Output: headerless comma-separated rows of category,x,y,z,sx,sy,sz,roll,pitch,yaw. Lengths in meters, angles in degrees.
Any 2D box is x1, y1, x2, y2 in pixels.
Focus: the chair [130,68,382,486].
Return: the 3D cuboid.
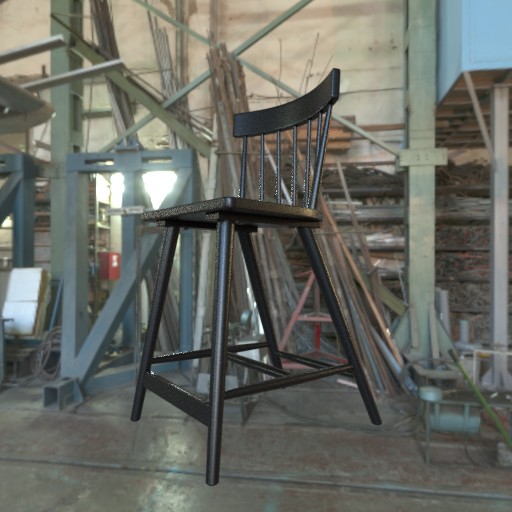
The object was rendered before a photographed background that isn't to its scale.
chair,0.000,0.000,1.260,0.572,0.952,0.483,0,0,-36
